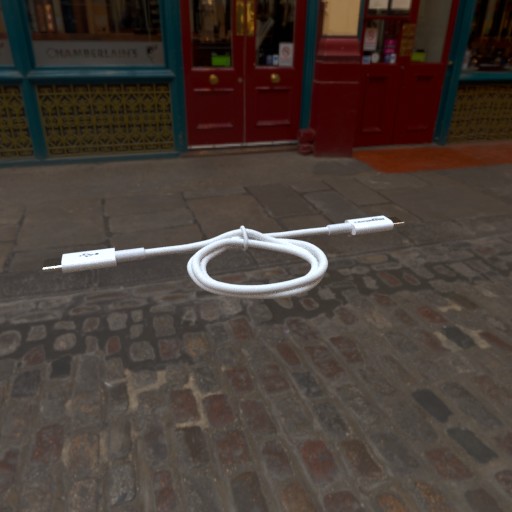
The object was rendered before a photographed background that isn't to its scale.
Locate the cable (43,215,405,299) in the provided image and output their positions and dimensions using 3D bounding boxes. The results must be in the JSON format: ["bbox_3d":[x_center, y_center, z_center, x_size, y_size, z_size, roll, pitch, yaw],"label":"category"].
[{"bbox_3d":[0.000,0.000,0.223,0.203,0.014,0.070,-8,27,-16],"label":"cable"}]
